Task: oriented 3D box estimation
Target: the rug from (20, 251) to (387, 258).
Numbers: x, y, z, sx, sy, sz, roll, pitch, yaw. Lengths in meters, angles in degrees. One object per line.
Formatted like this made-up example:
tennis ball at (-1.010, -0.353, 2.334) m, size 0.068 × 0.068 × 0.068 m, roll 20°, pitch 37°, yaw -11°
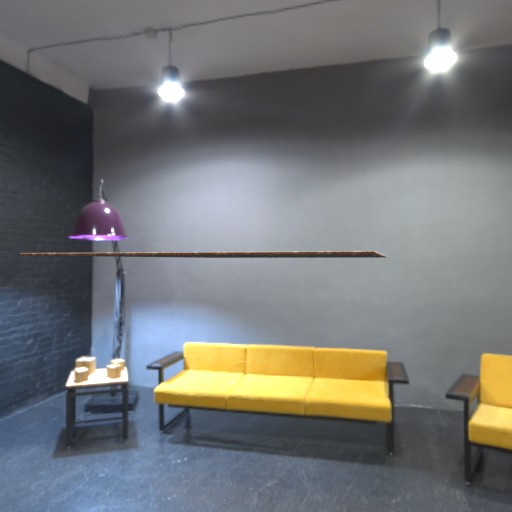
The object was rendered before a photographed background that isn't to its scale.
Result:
rug at (0.000, 0.000, 2.746) m, size 1.524 × 0.010 × 2.134 m, roll 0°, pitch -1°, yaw 17°
